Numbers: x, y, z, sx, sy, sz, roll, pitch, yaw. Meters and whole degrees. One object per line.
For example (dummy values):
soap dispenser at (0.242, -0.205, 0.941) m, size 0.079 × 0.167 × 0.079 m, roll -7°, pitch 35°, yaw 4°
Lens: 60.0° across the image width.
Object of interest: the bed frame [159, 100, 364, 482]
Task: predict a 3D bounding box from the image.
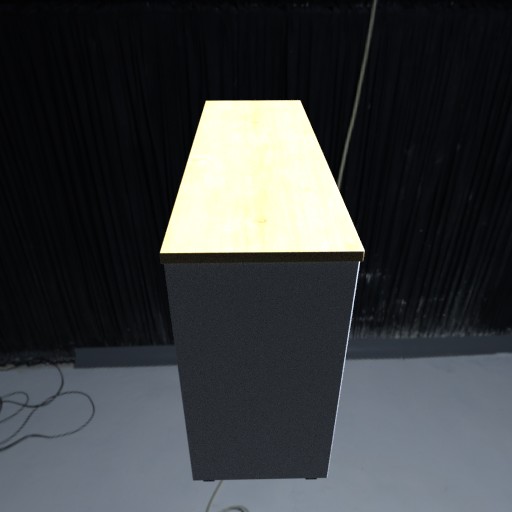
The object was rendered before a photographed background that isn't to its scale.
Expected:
bed frame at (0.000, 0.000, 1.702) m, size 0.430 × 0.850 × 1.300 m, roll -1°, pitch 33°, yaw -1°
